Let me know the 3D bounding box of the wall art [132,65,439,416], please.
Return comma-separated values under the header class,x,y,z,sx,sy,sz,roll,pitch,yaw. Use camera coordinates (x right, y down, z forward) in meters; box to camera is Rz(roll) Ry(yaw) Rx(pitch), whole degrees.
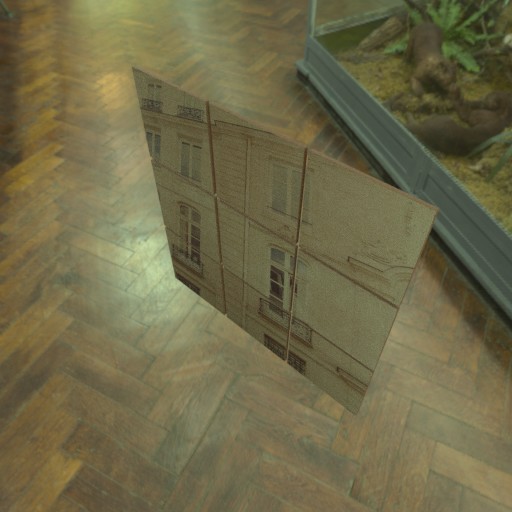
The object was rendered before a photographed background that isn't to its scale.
class,x,y,z,sx,sy,sz,roll,pitch,yaw
wall art,0.000,0.000,1.827,1.221,1.218,0.024,33,55,27
